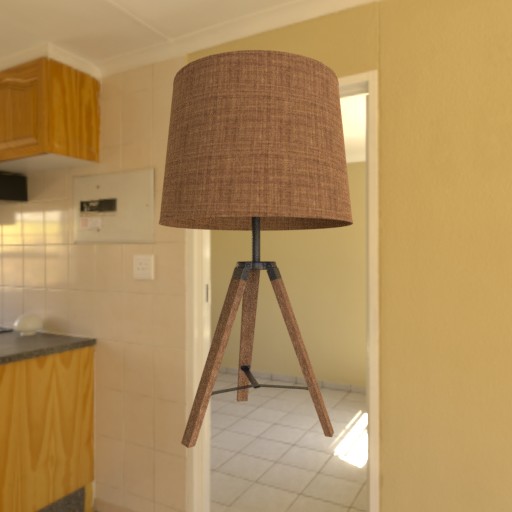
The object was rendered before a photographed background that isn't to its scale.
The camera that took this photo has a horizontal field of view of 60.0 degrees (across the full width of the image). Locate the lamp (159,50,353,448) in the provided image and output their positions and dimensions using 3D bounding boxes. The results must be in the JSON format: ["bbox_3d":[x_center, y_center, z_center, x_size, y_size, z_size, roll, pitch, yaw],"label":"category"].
[{"bbox_3d":[0.000,0.000,0.677,0.290,0.514,0.290,0,0,0],"label":"lamp"}]
